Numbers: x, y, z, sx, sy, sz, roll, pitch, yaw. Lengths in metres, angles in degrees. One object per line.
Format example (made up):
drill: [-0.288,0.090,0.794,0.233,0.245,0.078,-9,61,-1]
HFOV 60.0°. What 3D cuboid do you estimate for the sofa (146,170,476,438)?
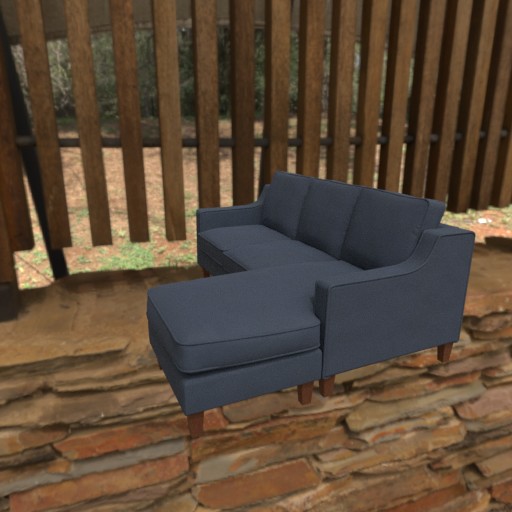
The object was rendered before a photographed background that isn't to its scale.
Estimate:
sofa: [0.000,0.000,3.345,1.858,1.066,2.317,-8,19,-24]
